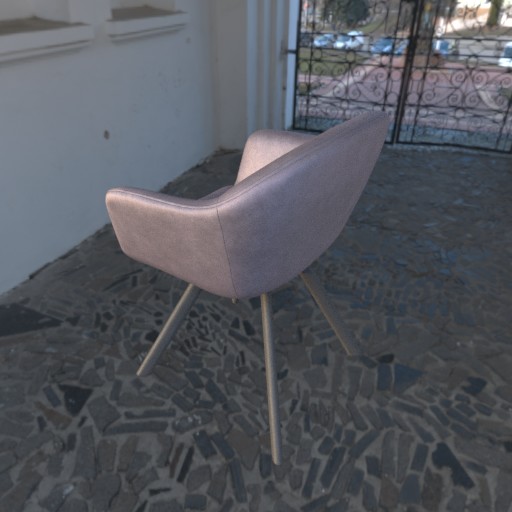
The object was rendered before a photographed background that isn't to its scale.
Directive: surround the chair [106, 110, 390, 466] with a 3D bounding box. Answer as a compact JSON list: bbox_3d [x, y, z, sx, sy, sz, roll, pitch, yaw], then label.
[{"bbox_3d":[0.000,0.000,1.150,0.544,0.781,0.567,21,37,30],"label":"chair"}]
